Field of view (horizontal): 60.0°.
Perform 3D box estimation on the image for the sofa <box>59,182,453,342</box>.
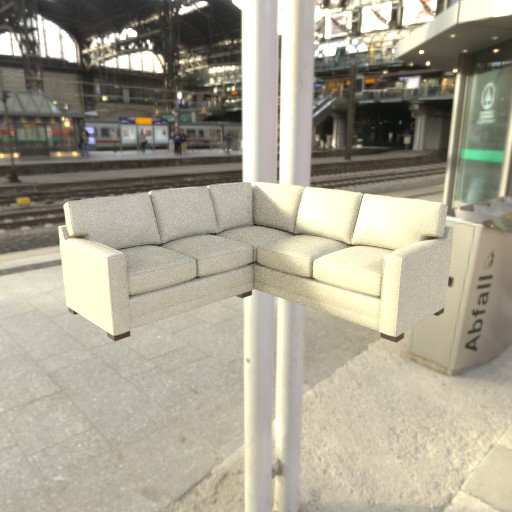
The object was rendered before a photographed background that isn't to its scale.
[{"bbox_3d":[0.000,0.000,3.492,2.211,0.936,2.188,14,21,43],"label":"sofa"}]
